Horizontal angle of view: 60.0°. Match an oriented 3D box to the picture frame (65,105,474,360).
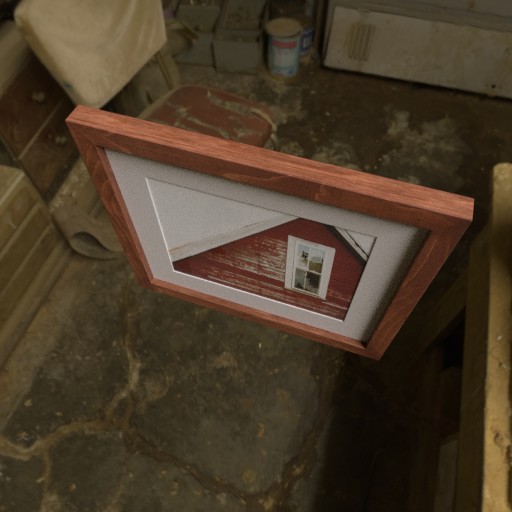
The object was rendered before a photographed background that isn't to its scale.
[{"bbox_3d":[0.000,0.000,0.540,0.381,0.330,0.025,16,58,10],"label":"picture frame"}]
